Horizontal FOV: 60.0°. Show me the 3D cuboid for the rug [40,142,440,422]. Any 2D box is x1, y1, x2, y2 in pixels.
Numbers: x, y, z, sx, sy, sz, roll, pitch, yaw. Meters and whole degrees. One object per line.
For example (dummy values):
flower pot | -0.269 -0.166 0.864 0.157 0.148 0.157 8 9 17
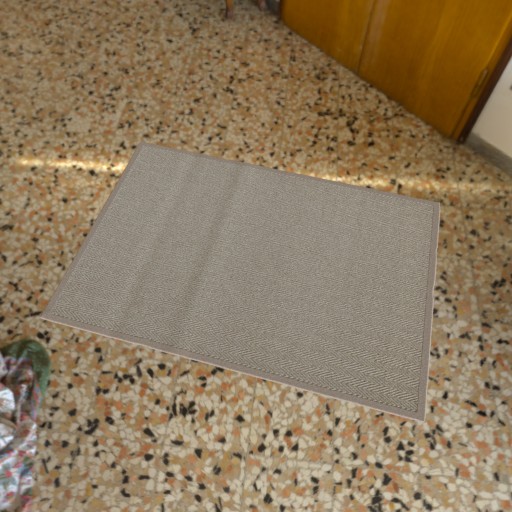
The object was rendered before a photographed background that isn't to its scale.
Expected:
rug | 0.000 0.000 2.908 2.290 0.021 1.540 13 59 8
